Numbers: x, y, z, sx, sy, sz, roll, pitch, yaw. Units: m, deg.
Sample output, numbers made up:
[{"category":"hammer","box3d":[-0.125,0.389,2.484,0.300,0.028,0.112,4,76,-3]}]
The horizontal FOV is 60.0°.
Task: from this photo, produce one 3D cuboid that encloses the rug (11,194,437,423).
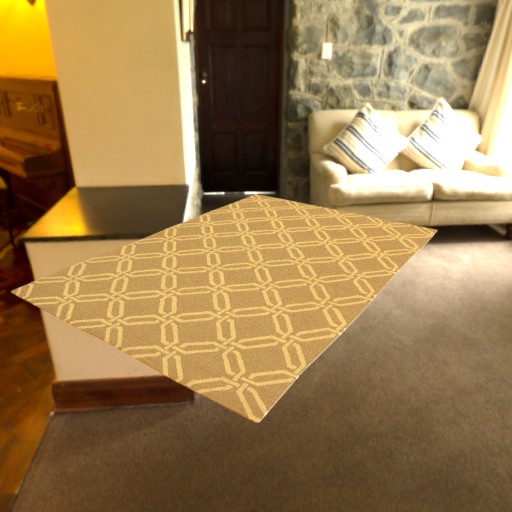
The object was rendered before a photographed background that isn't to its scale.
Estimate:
[{"category":"rug","box3d":[0.000,0.000,2.603,1.524,0.013,2.135,16,29,32]}]
